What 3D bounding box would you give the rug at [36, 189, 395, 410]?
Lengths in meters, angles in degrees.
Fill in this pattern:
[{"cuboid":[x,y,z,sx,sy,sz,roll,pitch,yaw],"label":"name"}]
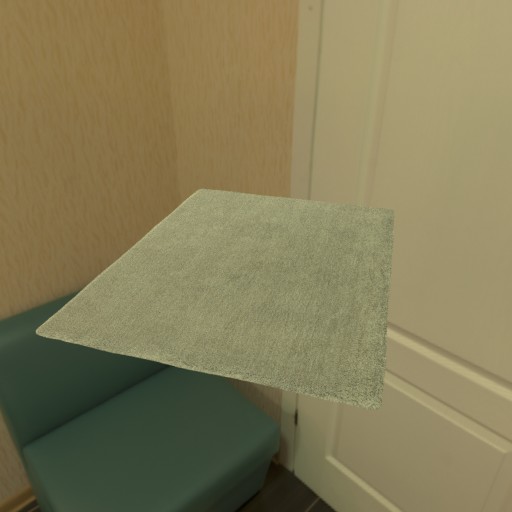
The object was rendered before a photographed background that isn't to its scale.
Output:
[{"cuboid":[0.000,0.000,3.943,2.332,0.027,2.933,8,30,14],"label":"rug"}]
